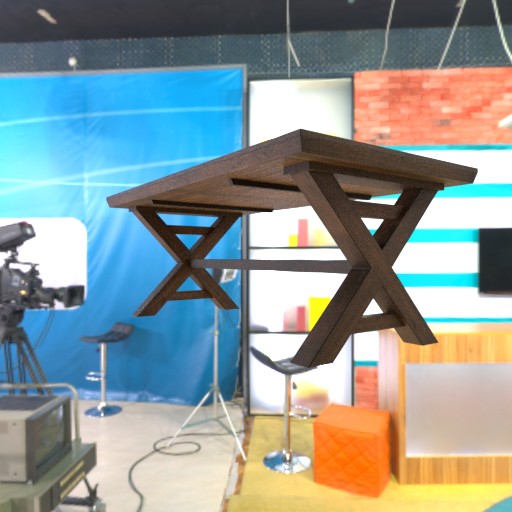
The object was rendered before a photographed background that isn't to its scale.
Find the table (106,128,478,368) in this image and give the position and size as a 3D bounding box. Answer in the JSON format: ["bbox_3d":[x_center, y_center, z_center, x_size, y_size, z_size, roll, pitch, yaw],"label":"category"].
[{"bbox_3d":[0.000,0.000,2.497,1.071,0.793,1.966,0,0,-36],"label":"table"}]
